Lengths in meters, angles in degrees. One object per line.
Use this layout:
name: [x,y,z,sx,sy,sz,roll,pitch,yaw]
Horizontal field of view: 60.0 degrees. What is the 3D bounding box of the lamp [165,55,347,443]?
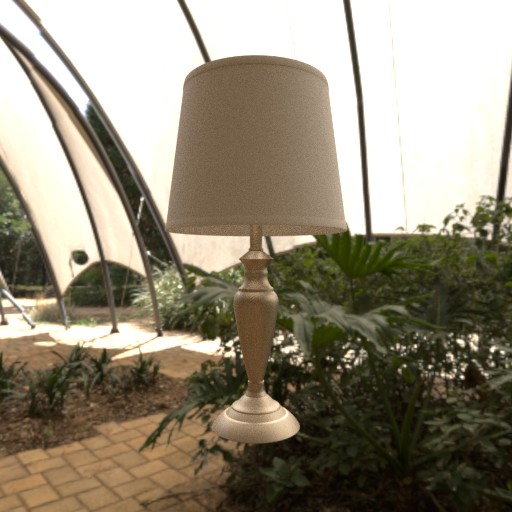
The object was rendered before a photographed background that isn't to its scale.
lamp: [0.000,0.000,0.812,0.328,0.619,0.328,0,0,0]
